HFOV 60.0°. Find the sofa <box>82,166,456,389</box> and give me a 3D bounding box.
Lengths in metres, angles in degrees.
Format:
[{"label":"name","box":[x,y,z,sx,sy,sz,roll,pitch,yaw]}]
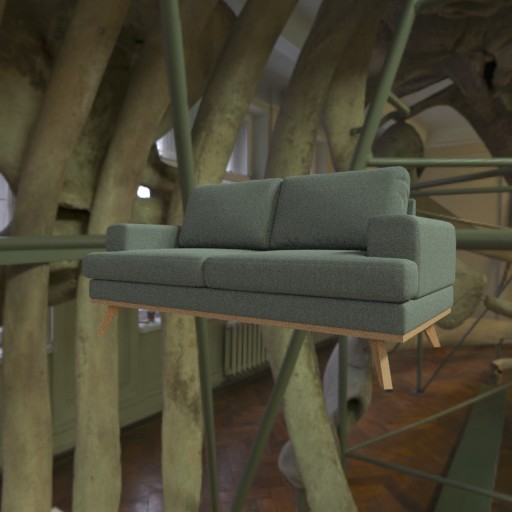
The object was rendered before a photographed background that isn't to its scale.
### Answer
[{"label":"sofa","box":[0.000,0.000,2.117,1.650,0.810,0.785,1,2,34]}]
